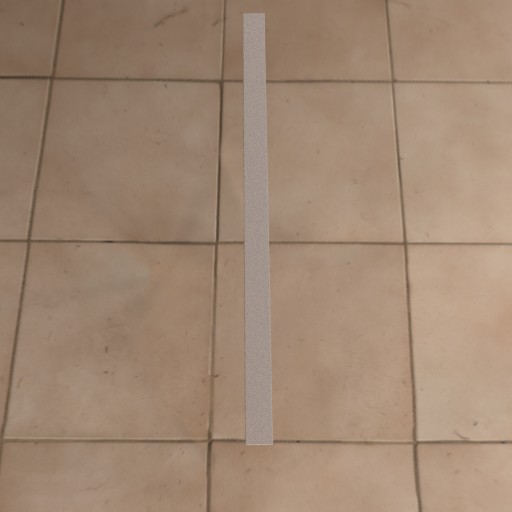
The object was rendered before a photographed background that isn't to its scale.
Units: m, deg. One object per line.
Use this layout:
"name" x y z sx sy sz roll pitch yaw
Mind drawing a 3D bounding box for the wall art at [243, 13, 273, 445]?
"wall art" 0.000 0.000 1.126 0.041 0.765 0.768 -1 76 0
